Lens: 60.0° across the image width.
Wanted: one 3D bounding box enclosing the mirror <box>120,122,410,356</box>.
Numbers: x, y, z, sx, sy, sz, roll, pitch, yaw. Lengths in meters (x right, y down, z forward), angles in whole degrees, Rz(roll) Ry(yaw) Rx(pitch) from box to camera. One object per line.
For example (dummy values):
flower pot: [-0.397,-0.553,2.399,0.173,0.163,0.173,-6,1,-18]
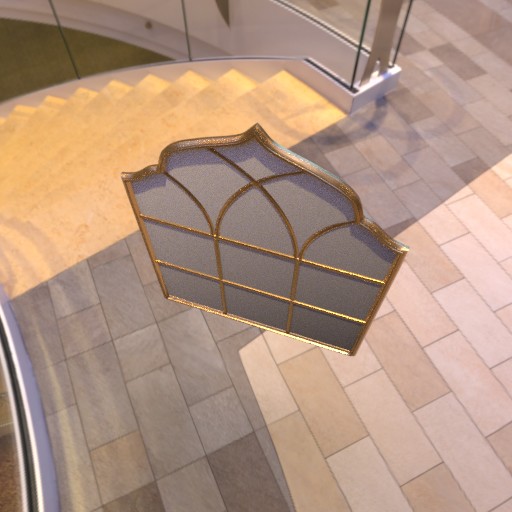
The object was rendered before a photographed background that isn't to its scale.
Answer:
mirror: [0.000,0.000,0.863,0.513,0.635,0.018,16,58,10]
